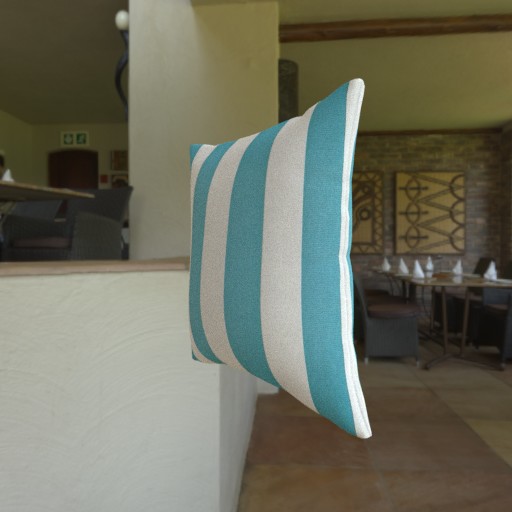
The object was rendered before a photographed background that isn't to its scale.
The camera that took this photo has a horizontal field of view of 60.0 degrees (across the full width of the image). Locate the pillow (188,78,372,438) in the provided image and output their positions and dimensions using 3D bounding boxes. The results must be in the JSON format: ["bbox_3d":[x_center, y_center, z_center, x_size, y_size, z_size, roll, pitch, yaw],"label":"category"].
[{"bbox_3d":[0.000,0.000,0.848,0.189,0.526,0.536,-1,1,-37],"label":"pillow"}]
